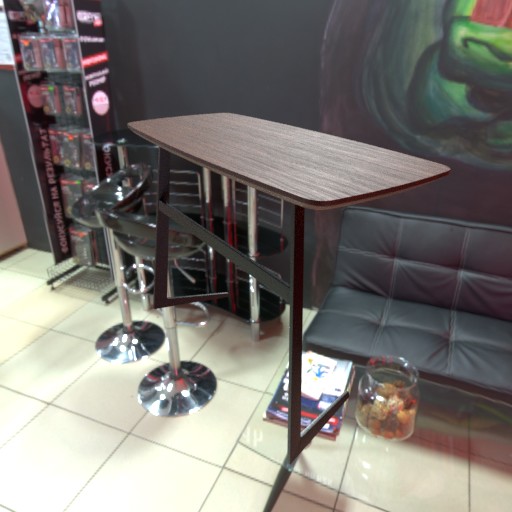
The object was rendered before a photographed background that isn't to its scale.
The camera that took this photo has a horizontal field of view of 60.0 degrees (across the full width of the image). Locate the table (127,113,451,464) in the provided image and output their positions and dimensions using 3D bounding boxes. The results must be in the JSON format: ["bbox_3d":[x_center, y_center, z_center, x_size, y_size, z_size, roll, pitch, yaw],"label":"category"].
[{"bbox_3d":[0.000,0.000,1.119,0.361,0.576,0.804,-17,31,-30],"label":"table"}]
